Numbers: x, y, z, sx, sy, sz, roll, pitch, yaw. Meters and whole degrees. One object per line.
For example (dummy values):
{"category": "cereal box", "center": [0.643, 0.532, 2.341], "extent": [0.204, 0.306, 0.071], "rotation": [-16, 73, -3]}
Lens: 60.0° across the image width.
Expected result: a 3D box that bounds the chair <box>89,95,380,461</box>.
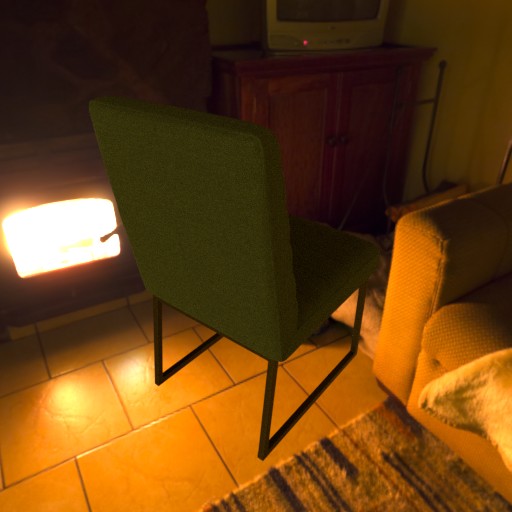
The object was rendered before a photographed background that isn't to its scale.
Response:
{"category": "chair", "center": [0.000, 0.000, 1.305], "extent": [0.520, 0.930, 0.634], "rotation": [22, 37, 33]}
